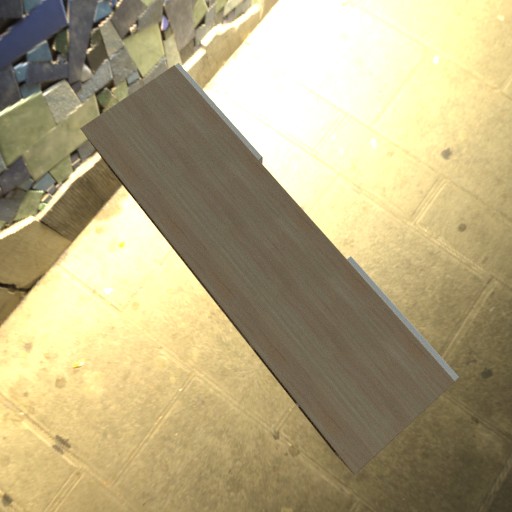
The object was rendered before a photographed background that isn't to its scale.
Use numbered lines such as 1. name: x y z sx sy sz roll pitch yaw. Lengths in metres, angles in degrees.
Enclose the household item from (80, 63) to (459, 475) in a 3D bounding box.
1. household item: 0.000 0.000 1.566 0.420 0.310 1.400 -38 79 -9
